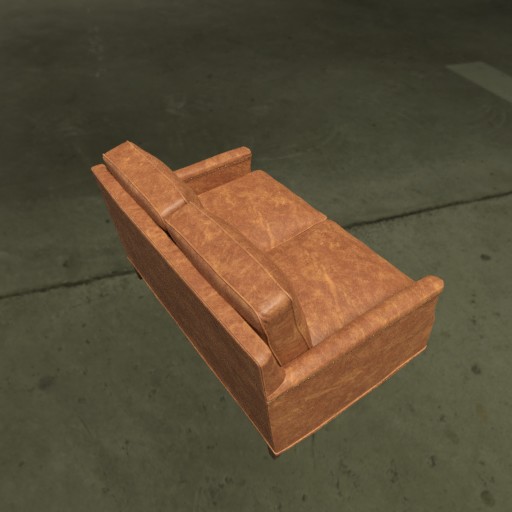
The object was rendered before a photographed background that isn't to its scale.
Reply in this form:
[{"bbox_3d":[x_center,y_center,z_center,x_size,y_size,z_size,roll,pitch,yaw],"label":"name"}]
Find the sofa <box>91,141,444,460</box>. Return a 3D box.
[{"bbox_3d":[0.000,0.000,2.329,1.084,1.003,1.597,-26,48,-26],"label":"sofa"}]
